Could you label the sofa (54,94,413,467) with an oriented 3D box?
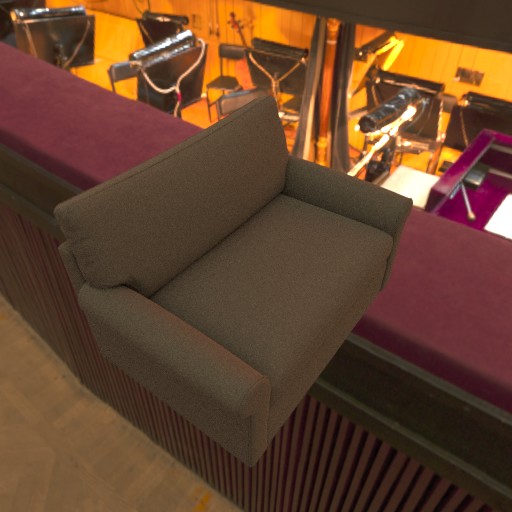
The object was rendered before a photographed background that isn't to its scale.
[{"bbox_3d":[0.000,0.000,2.030,0.940,0.953,1.410,26,48,26],"label":"sofa"}]
